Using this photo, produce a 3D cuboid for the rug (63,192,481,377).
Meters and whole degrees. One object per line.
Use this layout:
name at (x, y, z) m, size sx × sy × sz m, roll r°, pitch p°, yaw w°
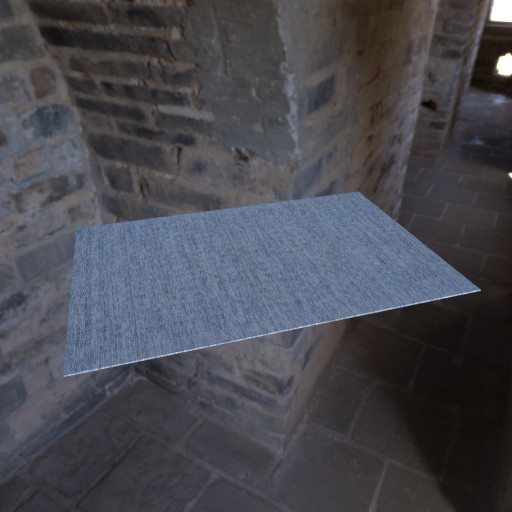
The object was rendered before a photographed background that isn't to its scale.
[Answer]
rug at (0.000, 0.000, 2.230) m, size 1.752 × 0.006 × 1.142 m, roll -9°, pitch 33°, yaw -14°
